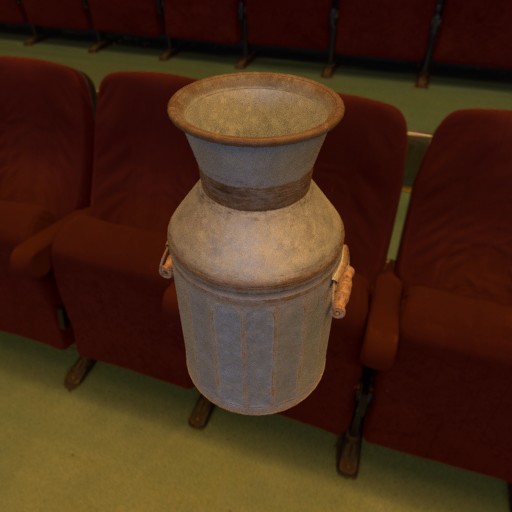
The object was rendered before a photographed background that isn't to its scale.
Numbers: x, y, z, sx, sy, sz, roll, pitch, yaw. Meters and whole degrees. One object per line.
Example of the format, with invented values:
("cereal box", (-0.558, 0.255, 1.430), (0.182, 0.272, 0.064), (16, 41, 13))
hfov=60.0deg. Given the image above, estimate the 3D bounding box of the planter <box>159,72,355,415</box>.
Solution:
("planter", (0.000, 0.000, 0.557), (0.245, 0.396, 0.214), (12, 42, 14))
